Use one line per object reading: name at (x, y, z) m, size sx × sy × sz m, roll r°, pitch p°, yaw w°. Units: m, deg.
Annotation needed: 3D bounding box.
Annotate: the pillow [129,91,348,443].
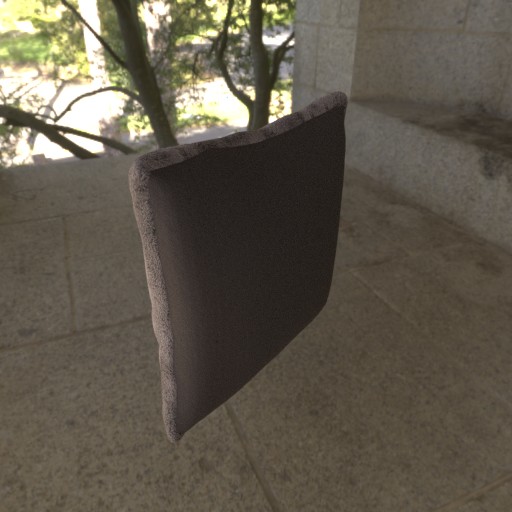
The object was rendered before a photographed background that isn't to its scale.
pillow at (0.000, 0.000, 0.827) m, size 0.204 × 0.520 × 0.522 m, roll 22°, pitch 37°, yaw 32°
